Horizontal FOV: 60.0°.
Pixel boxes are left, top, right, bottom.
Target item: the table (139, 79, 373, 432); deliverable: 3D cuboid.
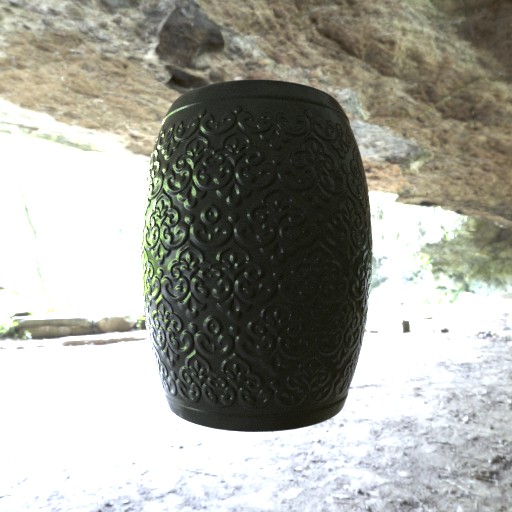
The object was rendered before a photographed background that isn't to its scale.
[{"bbox_3d":[0.000,0.000,0.607,0.309,0.397,0.309,0,-1,0],"label":"table"}]
